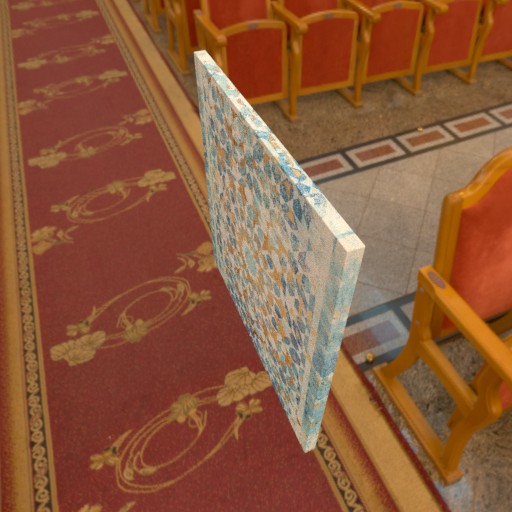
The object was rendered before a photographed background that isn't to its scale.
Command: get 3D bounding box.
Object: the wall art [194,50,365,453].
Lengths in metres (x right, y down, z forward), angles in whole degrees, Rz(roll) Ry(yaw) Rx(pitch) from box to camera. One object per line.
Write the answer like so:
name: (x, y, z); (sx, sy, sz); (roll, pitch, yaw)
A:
wall art: (0.000, 0.000, 1.382); (0.040, 0.916, 0.916); (-16, 48, -15)
